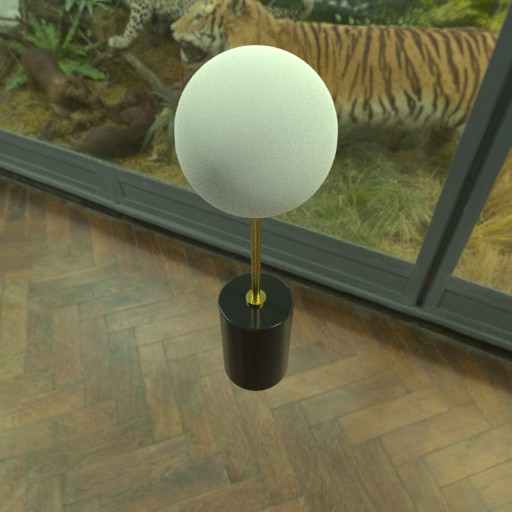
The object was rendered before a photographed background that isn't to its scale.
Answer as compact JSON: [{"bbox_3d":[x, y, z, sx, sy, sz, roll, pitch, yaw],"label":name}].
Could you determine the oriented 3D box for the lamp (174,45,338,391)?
[{"bbox_3d":[0.000,0.000,0.537,0.153,0.480,0.153,0,45,0],"label":"lamp"}]
